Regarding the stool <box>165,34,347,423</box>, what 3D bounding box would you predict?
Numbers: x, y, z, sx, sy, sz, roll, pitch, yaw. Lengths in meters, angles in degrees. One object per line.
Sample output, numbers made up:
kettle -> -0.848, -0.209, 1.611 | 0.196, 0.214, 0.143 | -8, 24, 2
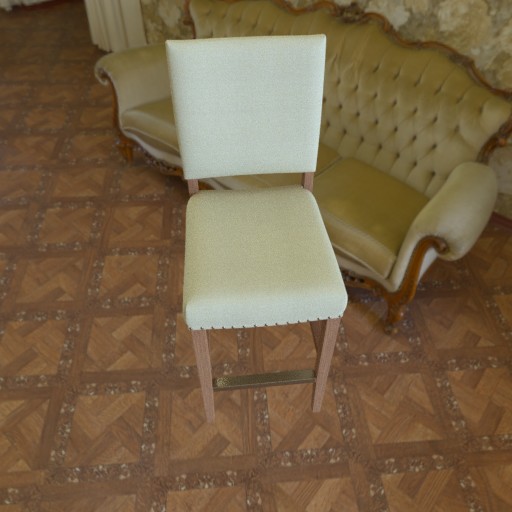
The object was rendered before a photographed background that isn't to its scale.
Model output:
stool -> 0.000, 0.000, 1.436 | 0.445, 1.168, 0.584 | -4, 46, -4
